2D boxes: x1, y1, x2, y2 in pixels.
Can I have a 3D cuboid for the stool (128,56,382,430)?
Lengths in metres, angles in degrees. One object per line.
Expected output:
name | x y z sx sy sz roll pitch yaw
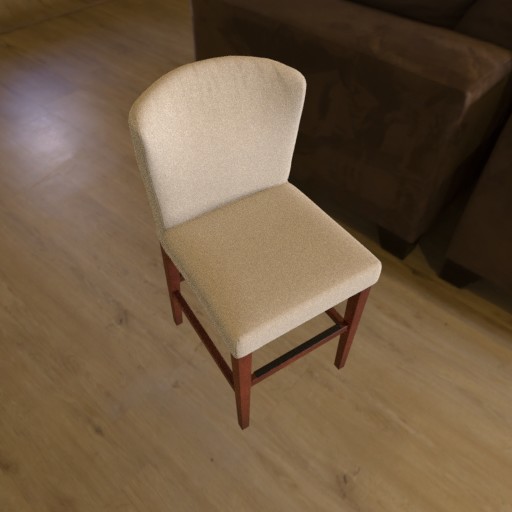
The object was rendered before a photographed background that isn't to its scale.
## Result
stool | 0.000 0.000 1.325 0.479 0.968 0.568 -25 52 -21
